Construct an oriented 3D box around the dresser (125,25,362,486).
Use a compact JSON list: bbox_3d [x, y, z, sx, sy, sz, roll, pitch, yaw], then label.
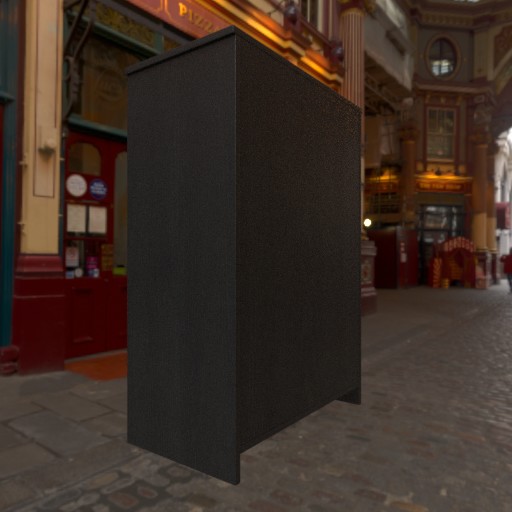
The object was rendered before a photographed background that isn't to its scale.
[{"bbox_3d":[0.000,0.000,1.374,0.398,1.020,0.700,0,0,37],"label":"dresser"}]
